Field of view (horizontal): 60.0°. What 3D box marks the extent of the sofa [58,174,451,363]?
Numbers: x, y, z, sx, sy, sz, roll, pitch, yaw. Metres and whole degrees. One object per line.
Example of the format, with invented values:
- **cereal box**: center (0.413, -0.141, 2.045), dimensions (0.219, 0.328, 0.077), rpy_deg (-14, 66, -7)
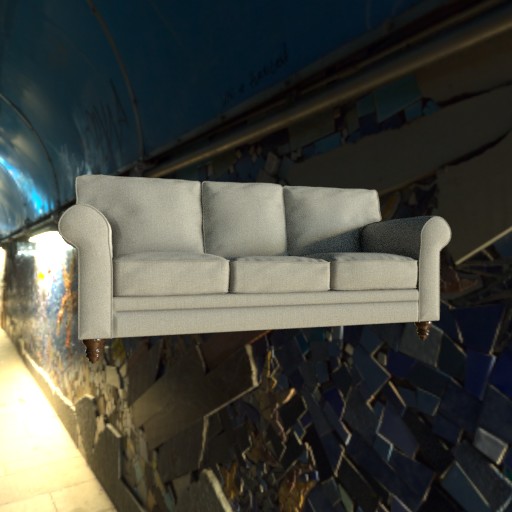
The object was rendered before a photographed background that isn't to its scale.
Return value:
- **sofa**: center (0.000, 0.000, 2.614), dimensions (2.084, 0.961, 0.916), rpy_deg (0, 0, -18)
